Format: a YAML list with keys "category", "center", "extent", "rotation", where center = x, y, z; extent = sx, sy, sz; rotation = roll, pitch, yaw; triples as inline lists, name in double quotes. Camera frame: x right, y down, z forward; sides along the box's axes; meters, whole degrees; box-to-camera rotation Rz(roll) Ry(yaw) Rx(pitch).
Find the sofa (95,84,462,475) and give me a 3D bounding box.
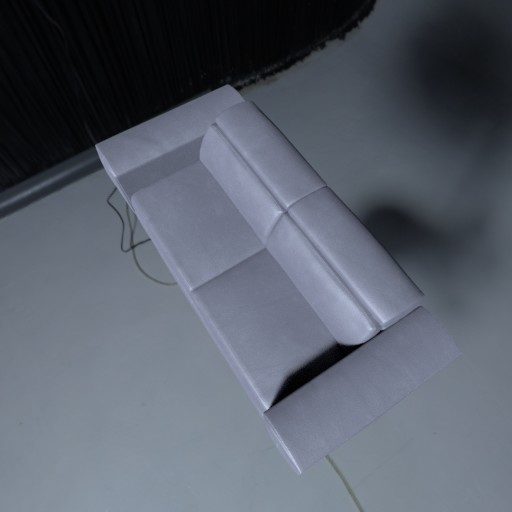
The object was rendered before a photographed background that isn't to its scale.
- category: "sofa"
  center: [0.000, 0.000, 2.789]
  extent: [1.048, 0.814, 2.330]
  rotation: [-30, 67, -14]
